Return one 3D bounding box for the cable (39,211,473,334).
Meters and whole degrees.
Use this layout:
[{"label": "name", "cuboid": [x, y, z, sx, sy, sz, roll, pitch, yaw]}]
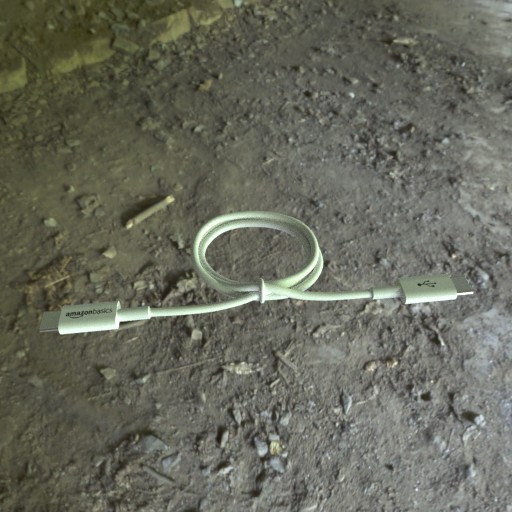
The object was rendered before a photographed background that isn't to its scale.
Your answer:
[{"label": "cable", "cuboid": [0.000, 0.000, 0.226, 0.203, 0.014, 0.070, -5, 47, -4]}]
